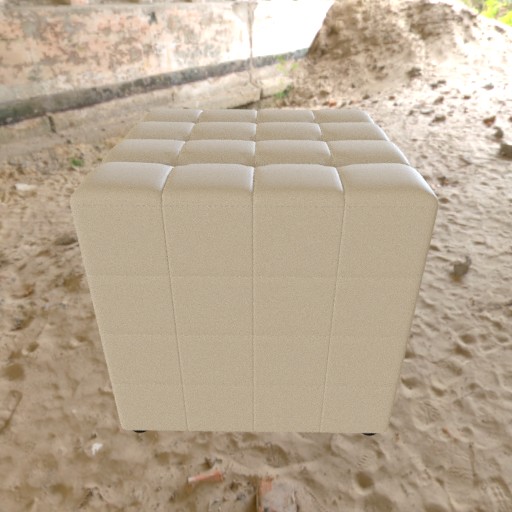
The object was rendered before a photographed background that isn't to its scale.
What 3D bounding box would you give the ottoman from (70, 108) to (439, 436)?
[{"bbox_3d":[0.000,0.000,0.783,0.425,0.432,0.425,0,30,1],"label":"ottoman"}]
